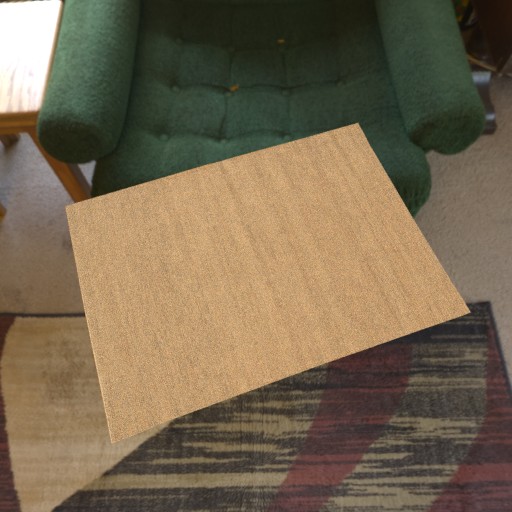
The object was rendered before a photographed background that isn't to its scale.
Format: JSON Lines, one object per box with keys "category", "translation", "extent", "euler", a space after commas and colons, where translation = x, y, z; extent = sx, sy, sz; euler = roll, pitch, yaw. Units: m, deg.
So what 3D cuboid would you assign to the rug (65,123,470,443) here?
{"category": "rug", "translation": [0.000, 0.000, 2.923], "extent": [2.264, 0.030, 1.624], "euler": [-18, 66, -8]}
